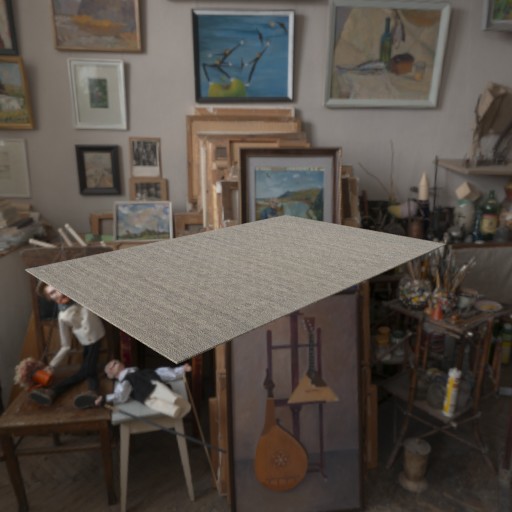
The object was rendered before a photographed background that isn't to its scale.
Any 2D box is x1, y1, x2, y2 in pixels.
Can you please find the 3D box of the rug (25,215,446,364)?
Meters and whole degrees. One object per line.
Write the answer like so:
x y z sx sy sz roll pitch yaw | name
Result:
0.000 0.000 2.176 1.142 0.006 1.752 16 23 43 | rug
